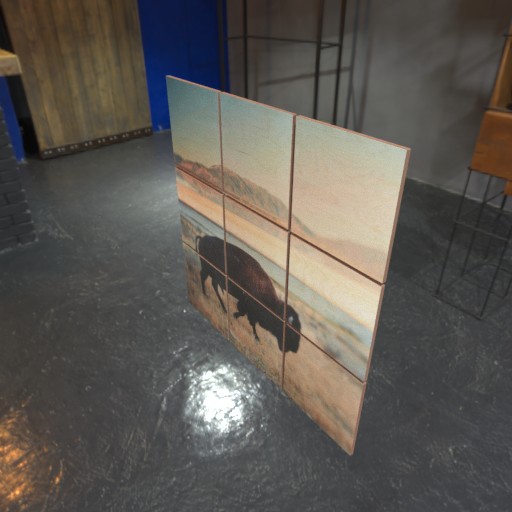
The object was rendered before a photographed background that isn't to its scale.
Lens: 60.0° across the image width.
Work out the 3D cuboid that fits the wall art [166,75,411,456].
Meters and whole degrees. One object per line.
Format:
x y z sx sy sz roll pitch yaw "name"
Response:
0.000 0.000 1.344 0.018 0.904 0.906 -22 38 -31 "wall art"
